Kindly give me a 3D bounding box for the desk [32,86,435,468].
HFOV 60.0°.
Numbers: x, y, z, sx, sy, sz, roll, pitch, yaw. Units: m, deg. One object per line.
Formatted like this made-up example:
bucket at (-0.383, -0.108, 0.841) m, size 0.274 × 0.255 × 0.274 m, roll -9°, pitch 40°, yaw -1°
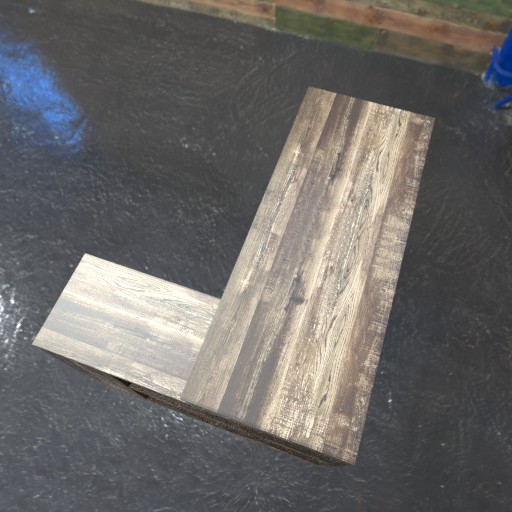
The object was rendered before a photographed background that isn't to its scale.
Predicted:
desk at (0.000, 0.000, 2.138) m, size 1.200 × 0.753 × 1.524 m, roll 18°, pitch 65°, yaw 8°
